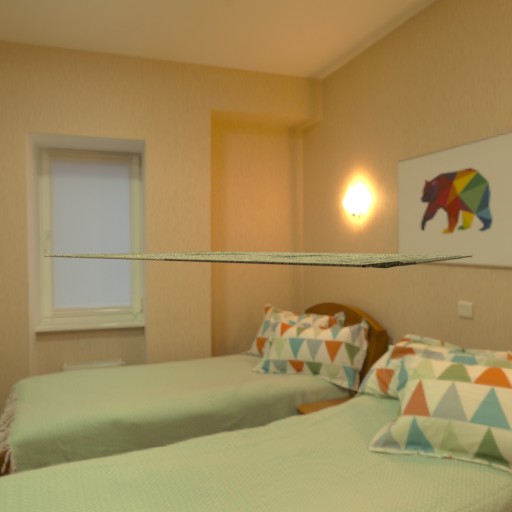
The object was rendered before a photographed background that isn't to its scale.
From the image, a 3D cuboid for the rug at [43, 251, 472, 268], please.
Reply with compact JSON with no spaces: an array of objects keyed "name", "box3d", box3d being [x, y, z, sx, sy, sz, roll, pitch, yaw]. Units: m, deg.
[{"name":"rug","box3d":[0.000,0.000,2.901,2.312,0.013,1.600,1,2,36]}]
